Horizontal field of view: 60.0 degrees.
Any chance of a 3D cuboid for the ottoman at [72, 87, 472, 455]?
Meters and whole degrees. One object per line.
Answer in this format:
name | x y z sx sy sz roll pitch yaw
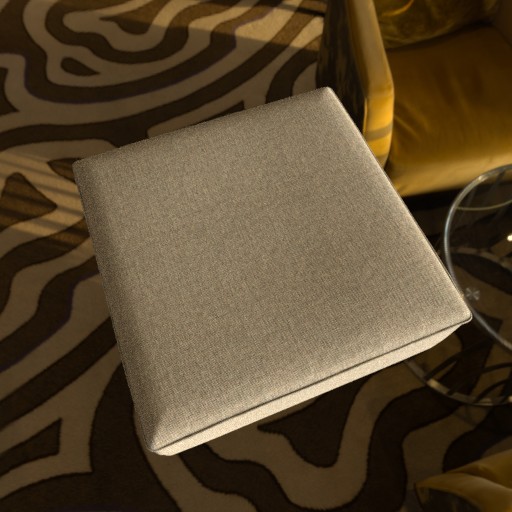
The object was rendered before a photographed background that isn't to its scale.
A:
ottoman | 0.000 0.000 1.577 1.017 0.423 1.023 -19 66 -9
